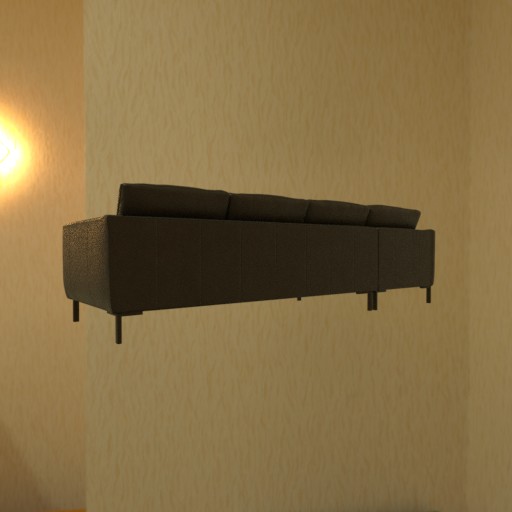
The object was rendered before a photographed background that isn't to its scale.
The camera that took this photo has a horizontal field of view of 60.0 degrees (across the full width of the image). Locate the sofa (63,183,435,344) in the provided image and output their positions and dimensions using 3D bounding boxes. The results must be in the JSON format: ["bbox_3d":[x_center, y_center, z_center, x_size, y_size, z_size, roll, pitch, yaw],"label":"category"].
[{"bbox_3d":[0.000,0.000,3.686,2.993,0.859,1.471,-1,1,-37],"label":"sofa"}]
